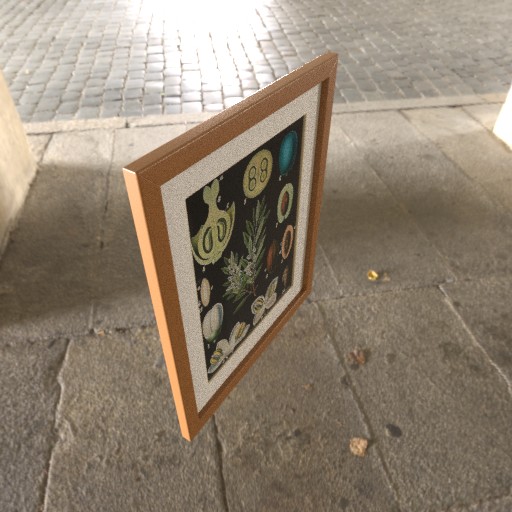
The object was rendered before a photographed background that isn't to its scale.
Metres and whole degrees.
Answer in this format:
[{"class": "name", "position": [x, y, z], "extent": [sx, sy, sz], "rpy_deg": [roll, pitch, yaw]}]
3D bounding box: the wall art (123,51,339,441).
[{"class": "wall art", "position": [0.000, 0.000, 0.757], "extent": [0.021, 0.550, 0.449], "rpy_deg": [24, 46, 25]}]
